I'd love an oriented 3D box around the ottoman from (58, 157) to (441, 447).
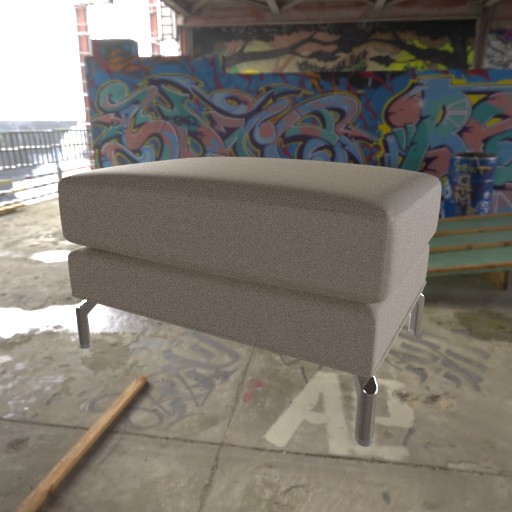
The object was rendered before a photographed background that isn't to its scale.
[{"bbox_3d":[0.000,0.000,1.195,0.835,0.497,0.581,9,19,28],"label":"ottoman"}]
